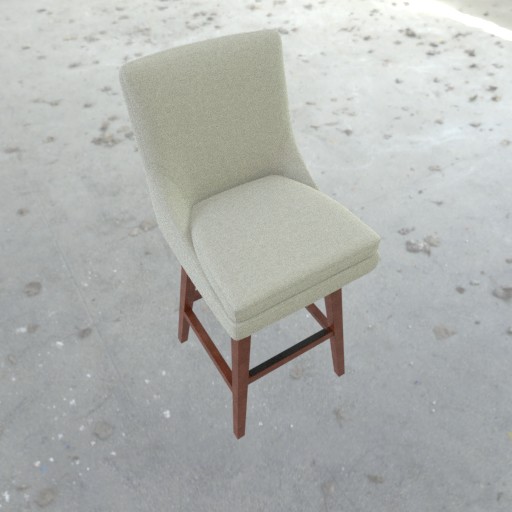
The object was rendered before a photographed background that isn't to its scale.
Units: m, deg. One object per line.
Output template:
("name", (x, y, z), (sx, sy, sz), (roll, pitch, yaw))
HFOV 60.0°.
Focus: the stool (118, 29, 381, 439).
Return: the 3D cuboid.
("stool", (0.000, 0.000, 1.349), (0.470, 1.092, 0.559), (-24, 51, -21))
